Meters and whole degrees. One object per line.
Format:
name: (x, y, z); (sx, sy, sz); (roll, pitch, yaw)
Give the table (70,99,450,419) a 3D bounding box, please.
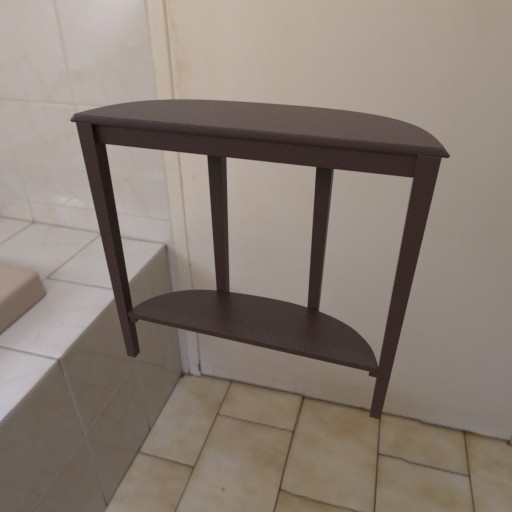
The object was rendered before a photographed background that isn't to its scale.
table: (0.000, 0.000, 1.328); (0.909, 0.831, 0.274); (10, 33, 15)
